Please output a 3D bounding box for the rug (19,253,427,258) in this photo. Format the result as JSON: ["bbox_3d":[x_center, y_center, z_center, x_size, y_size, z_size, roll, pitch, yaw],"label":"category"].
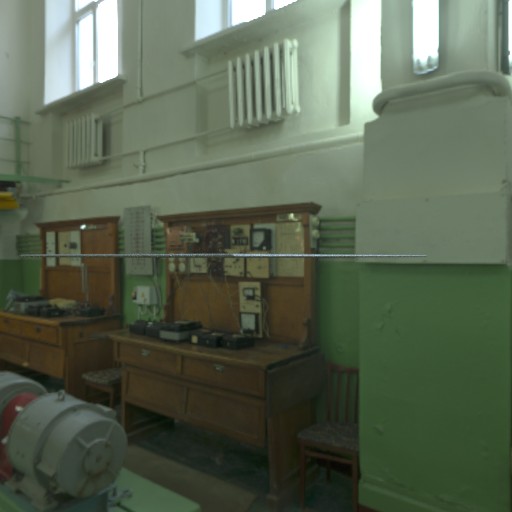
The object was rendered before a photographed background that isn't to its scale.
[{"bbox_3d":[0.000,0.000,3.447,1.819,0.018,2.746,0,0,37],"label":"rug"}]
